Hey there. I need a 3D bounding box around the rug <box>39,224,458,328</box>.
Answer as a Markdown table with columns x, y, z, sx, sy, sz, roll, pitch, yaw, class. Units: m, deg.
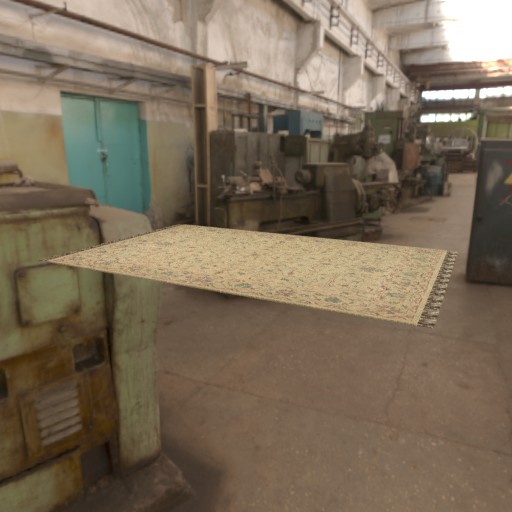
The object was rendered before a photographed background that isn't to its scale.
| x | y | z | sx | sy | sz | roll | pitch | yaw | class |
| --- | --- | --- | --- | --- | --- | --- | --- | --- | --- |
| 0.000 | 0.000 | 3.024 | 2.435 | 0.010 | 1.544 | 7 | 16 | 26 | rug |
